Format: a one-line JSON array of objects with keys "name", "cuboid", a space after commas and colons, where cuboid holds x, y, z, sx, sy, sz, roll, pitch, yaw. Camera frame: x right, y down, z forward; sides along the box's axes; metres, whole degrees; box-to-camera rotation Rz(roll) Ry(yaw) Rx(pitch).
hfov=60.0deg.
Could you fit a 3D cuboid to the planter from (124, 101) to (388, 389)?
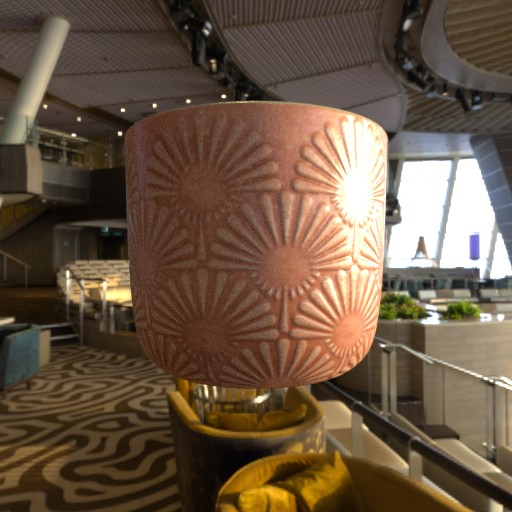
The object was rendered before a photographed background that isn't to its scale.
[{"name": "planter", "cuboid": [0.000, 0.000, 0.217, 0.124, 0.109, 0.124, 0, -1, 0]}]
